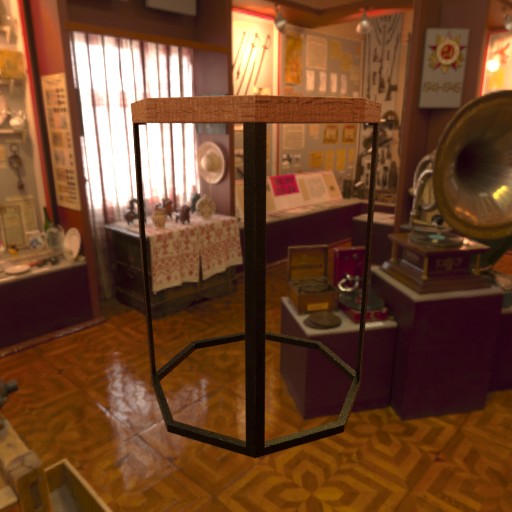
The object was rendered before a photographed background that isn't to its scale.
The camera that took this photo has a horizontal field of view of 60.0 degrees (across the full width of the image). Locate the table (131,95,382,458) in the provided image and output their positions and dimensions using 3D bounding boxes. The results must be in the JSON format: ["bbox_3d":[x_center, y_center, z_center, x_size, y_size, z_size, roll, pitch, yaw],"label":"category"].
[{"bbox_3d":[0.000,0.000,0.848,0.437,0.553,0.437,-16,22,-42],"label":"table"}]
